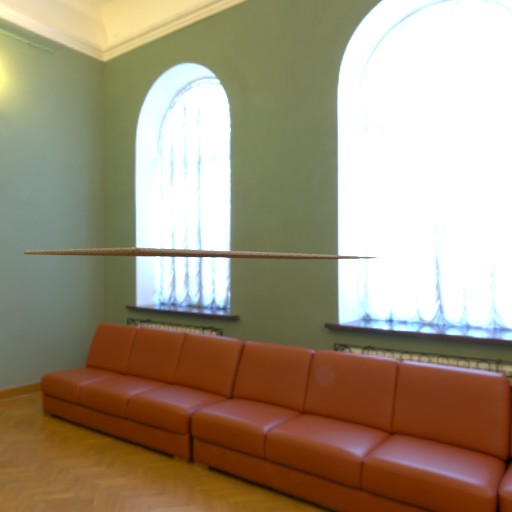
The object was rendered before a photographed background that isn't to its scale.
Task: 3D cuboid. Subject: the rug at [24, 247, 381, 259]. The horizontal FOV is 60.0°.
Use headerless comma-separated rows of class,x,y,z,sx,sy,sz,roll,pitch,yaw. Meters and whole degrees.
rug,0.000,0.000,2.496,0.678,0.014,2.276,-1,-1,34
